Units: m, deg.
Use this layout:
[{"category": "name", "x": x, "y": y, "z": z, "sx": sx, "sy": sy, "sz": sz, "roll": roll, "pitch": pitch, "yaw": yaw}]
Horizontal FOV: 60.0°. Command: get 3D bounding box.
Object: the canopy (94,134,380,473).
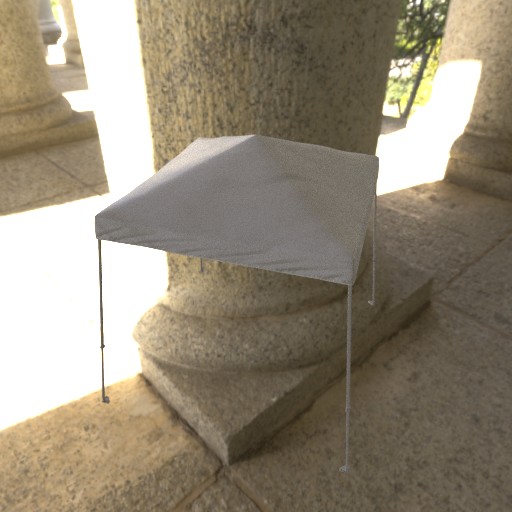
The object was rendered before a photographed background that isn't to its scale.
[{"category": "canopy", "x": 0.000, "y": 0.000, "z": 6.501, "sx": 3.600, "sy": 3.600, "sz": 3.599, "roll": 10, "pitch": 34, "yaw": 15}]
